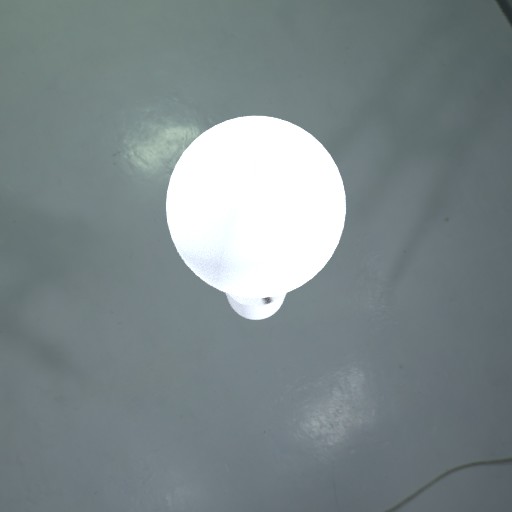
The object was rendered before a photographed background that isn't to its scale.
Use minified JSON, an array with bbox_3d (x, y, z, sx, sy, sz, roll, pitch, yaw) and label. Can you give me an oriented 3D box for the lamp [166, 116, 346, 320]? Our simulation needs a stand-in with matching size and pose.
[{"bbox_3d":[0.000,0.000,0.543,0.153,0.480,0.153,0,75,0],"label":"lamp"}]
